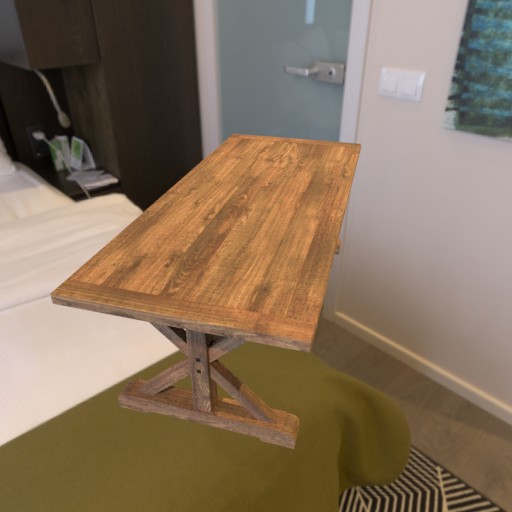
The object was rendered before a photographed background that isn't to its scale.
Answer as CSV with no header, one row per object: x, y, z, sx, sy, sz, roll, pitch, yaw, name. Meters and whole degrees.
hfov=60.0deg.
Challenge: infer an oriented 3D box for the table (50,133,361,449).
0.000,0.000,2.446,0.907,0.733,2.031,8,32,13,table
